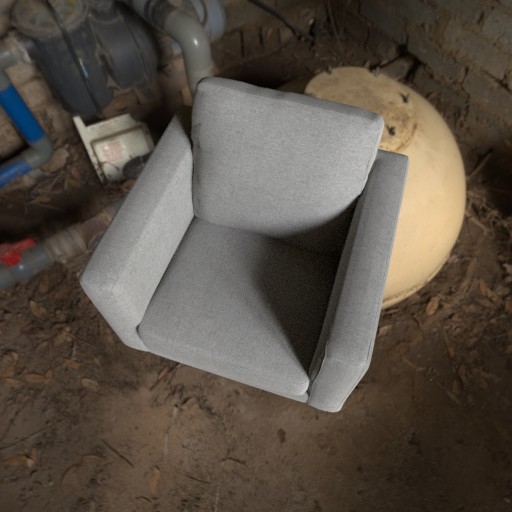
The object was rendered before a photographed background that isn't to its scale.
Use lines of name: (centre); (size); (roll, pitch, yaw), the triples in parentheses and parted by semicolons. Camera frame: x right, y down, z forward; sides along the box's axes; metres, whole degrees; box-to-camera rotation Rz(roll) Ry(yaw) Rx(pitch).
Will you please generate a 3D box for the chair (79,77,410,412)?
chair: (0.000, 0.000, 1.567); (0.855, 0.927, 0.800); (16, 60, 9)
